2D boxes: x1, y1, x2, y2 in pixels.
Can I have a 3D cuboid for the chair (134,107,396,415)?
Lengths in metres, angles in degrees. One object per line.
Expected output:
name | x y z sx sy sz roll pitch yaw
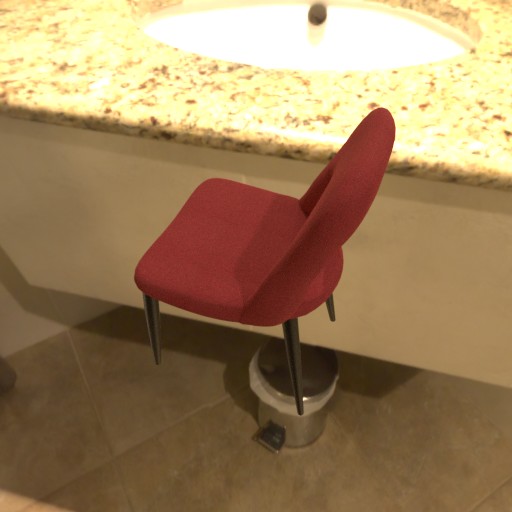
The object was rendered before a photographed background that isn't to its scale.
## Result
chair | 0.000 0.000 1.245 0.569 0.892 0.483 17 50 15
